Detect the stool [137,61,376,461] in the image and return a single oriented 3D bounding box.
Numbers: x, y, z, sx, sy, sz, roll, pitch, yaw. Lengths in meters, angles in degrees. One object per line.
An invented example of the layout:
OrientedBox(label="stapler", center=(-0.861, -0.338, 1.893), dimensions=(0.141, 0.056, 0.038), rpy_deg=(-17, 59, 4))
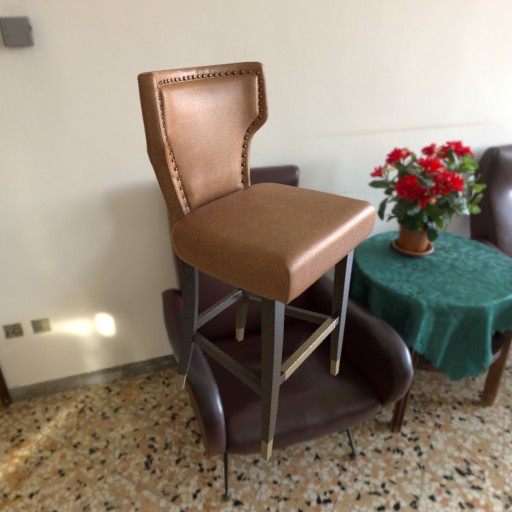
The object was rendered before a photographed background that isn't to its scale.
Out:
OrientedBox(label="stool", center=(0.000, 0.000, 1.400), dimensions=(0.563, 1.092, 0.526), rpy_deg=(19, 33, 31))
